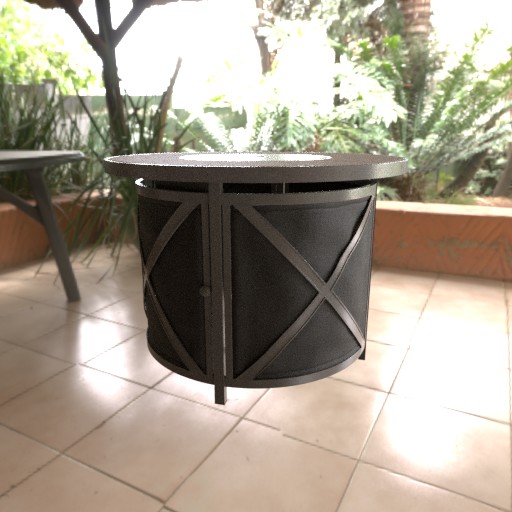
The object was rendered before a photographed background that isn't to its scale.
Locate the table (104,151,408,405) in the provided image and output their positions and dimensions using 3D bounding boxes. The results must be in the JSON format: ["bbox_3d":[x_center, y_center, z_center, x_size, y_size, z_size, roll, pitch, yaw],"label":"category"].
[{"bbox_3d":[0.000,0.000,1.486,0.914,0.650,0.914,0,15,0],"label":"table"}]
